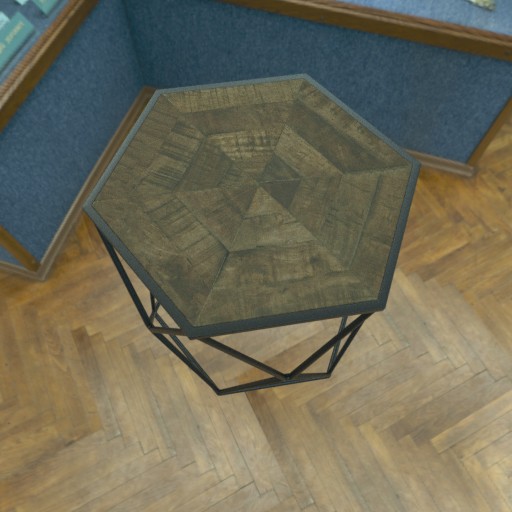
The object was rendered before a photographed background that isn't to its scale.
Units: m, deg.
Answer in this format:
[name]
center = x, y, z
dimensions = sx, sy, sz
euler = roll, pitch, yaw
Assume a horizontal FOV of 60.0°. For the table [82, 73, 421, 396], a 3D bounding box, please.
[table]
center = 0.000, 0.000, 1.022
dimensions = 0.579, 0.564, 0.578
euler = 18, 65, 9
